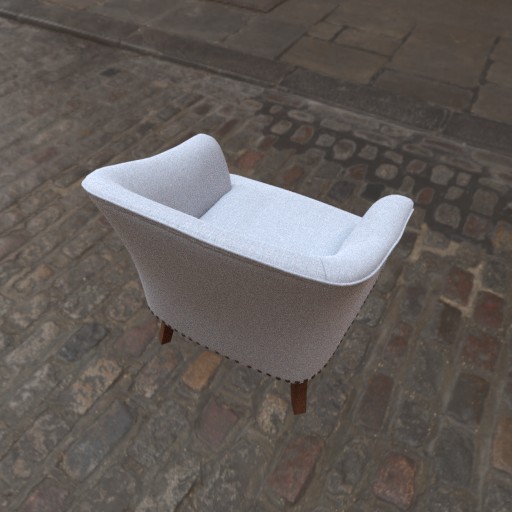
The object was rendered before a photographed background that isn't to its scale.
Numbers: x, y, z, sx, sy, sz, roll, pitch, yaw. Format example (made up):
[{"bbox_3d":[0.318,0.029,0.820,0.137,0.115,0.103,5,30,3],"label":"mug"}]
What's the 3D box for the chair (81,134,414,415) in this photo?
[{"bbox_3d":[0.000,0.000,1.416,0.798,0.815,0.704,22,50,20],"label":"chair"}]
